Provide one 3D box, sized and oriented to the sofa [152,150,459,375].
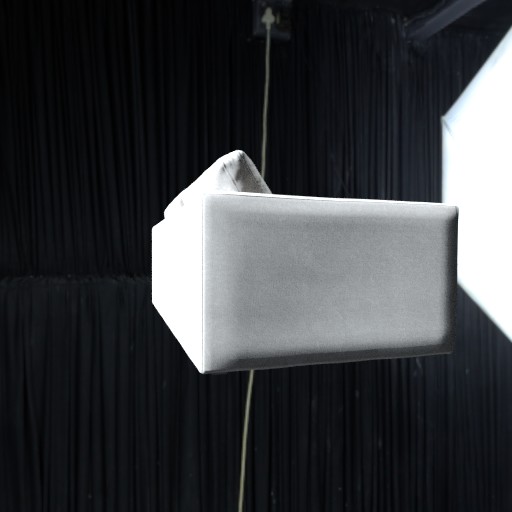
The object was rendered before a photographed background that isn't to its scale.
[{"bbox_3d":[0.000,0.000,2.735,1.090,0.838,2.588,0,1,-17],"label":"sofa"}]
